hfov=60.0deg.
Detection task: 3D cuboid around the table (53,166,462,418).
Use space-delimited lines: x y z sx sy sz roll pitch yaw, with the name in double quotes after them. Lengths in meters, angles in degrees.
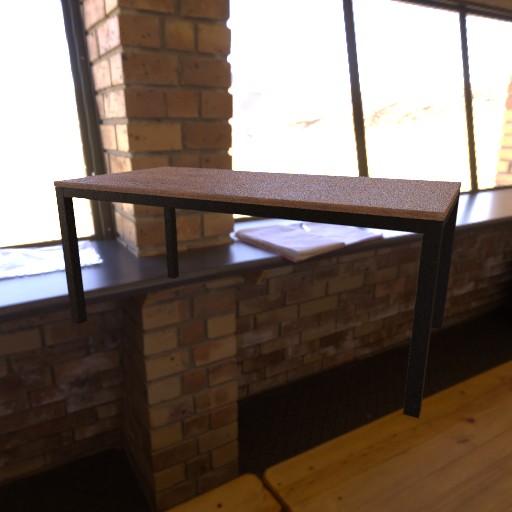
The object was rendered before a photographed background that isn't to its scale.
0.000 0.000 2.292 1.805 0.767 0.893 8 18 26 "table"
